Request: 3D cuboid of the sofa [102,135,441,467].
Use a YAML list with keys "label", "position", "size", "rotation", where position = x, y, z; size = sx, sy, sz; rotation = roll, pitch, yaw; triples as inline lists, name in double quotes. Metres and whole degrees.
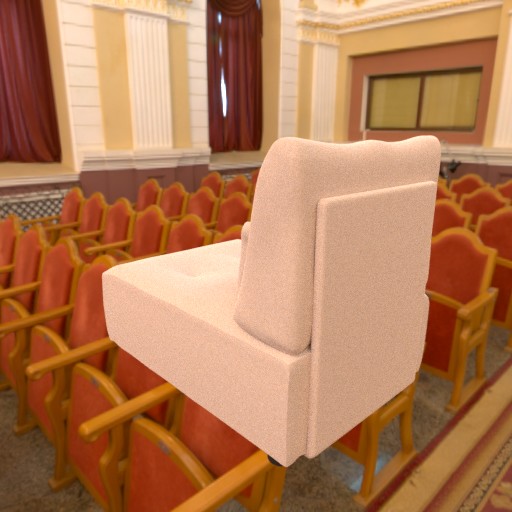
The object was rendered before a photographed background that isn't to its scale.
- label: "sofa"
  position: [0.000, 0.000, 1.549]
  size: [0.700, 0.820, 1.000]
  rotation: [-15, 21, -41]
